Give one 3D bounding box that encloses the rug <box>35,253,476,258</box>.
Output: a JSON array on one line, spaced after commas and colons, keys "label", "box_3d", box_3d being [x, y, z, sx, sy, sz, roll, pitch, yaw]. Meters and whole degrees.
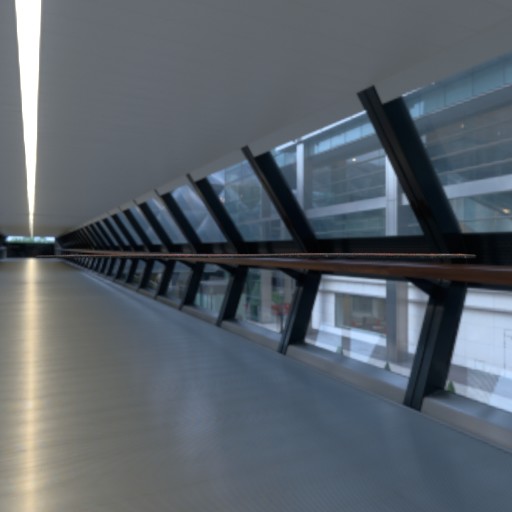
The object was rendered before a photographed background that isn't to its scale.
[{"label": "rug", "box_3d": [0.000, 0.000, 3.627, 3.032, 0.034, 1.522, 0, 0, 18]}]
